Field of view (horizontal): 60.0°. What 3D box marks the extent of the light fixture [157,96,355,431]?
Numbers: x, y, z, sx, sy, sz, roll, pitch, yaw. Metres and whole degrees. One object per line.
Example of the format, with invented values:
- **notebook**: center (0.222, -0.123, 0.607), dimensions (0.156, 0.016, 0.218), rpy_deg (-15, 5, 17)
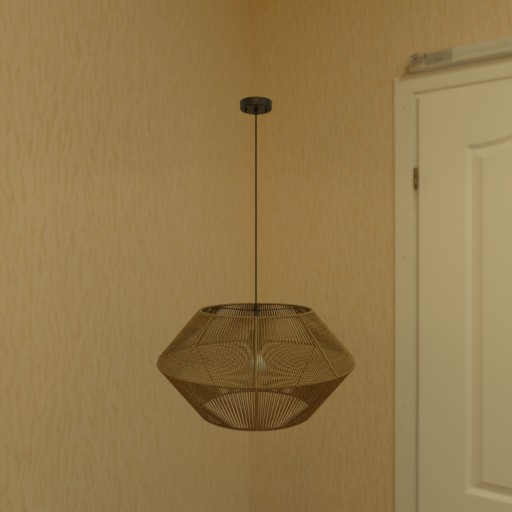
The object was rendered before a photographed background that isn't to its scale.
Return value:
- **light fixture**: center (0.000, 0.000, 1.457), dimensions (0.643, 1.009, 0.643), rpy_deg (0, 0, 0)
